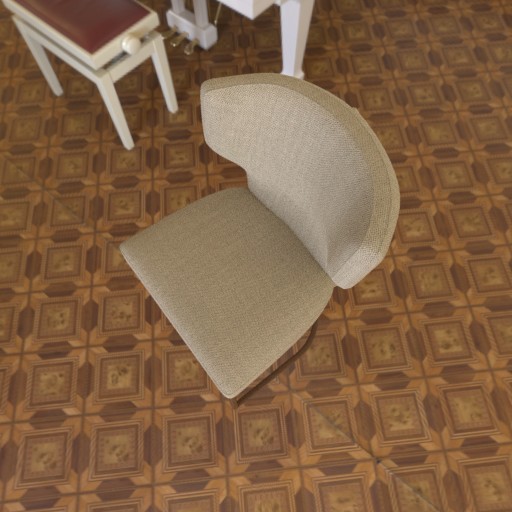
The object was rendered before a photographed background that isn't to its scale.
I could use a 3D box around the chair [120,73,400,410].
[{"bbox_3d":[0.000,0.000,1.305,0.617,0.824,0.611,-35,69,-16],"label":"chair"}]
